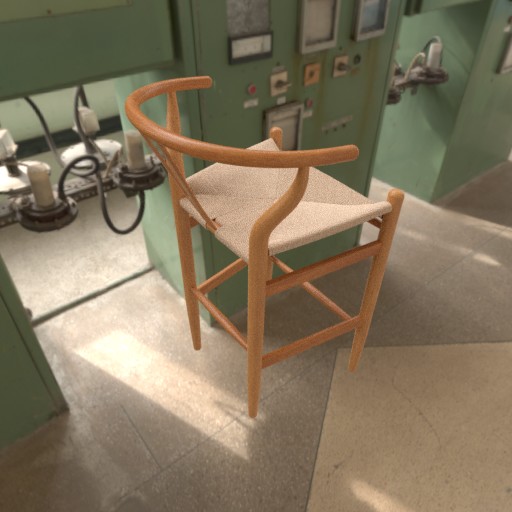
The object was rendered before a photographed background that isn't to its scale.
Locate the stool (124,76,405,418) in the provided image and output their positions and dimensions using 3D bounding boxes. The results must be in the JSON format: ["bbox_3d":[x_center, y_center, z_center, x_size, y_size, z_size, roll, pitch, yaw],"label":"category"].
[{"bbox_3d":[0.000,0.000,1.312,0.579,0.970,0.569,-26,46,-28],"label":"stool"}]
